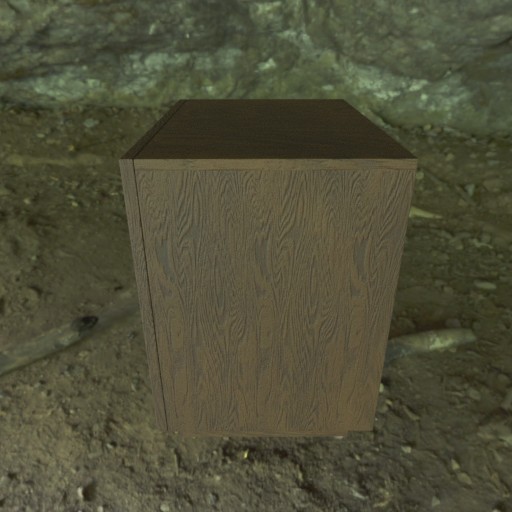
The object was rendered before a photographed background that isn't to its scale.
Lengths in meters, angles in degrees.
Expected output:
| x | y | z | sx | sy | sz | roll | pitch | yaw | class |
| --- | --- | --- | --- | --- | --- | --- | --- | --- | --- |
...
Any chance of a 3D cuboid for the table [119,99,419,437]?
| x | y | z | sx | sy | sz | roll | pitch | yaw | class |
| --- | --- | --- | --- | --- | --- | --- | --- | --- | --- |
| 0.000 | 0.000 | 0.982 | 0.439 | 0.585 | 0.560 | 0 | 27 | 0 | table |
